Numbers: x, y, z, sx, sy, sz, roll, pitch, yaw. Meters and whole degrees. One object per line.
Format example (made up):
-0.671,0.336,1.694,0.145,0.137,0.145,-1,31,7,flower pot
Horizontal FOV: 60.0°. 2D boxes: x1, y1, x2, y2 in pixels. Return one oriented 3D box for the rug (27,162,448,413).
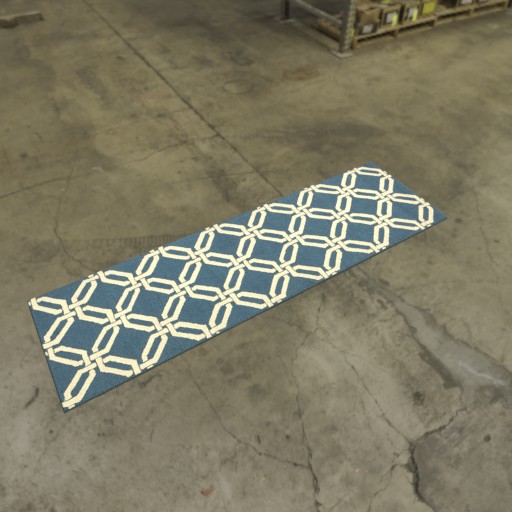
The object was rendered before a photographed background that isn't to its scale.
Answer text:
0.000,0.000,2.429,2.276,0.014,0.678,-24,51,-21,rug
